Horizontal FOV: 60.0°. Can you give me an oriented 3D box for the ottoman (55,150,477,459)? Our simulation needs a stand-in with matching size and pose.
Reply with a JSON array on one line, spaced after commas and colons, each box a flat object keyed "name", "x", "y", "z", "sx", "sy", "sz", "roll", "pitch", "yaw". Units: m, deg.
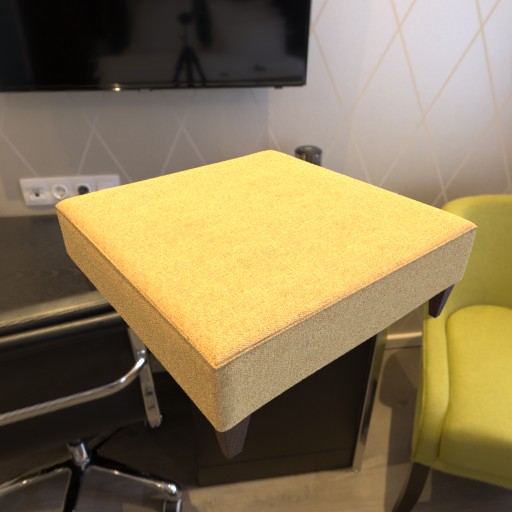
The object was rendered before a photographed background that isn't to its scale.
[{"name": "ottoman", "x": 0.000, "y": 0.000, "z": 1.488, "sx": 0.970, "sy": 0.378, "sz": 0.981, "roll": -22, "pitch": 37, "yaw": -32}]
